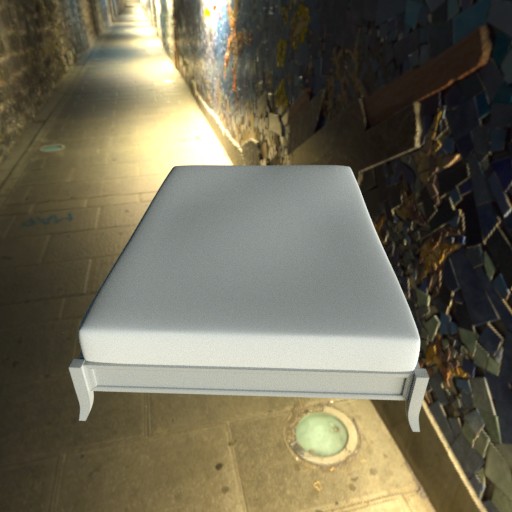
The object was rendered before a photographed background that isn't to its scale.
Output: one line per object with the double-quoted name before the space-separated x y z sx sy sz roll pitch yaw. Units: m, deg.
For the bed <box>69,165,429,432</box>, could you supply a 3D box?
"bed" 0.000 0.000 2.612 1.460 0.510 1.985 1 31 2
